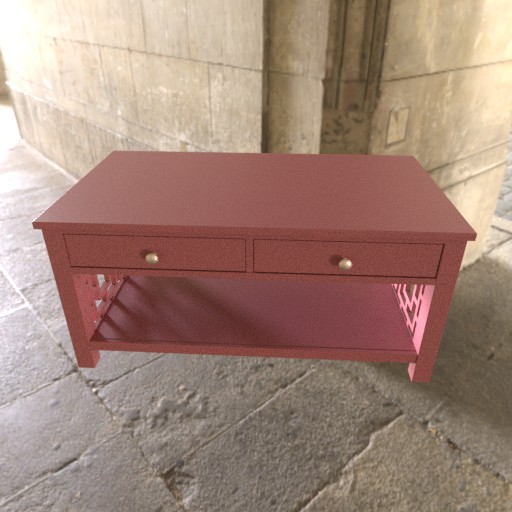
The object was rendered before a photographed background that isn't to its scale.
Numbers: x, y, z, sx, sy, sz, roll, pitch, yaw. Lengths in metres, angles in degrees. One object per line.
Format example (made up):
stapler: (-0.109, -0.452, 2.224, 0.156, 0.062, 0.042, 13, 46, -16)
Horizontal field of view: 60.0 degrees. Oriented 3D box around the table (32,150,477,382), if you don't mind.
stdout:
table: (0.000, 0.000, 1.436, 1.068, 0.493, 0.612, 2, 30, 3)
